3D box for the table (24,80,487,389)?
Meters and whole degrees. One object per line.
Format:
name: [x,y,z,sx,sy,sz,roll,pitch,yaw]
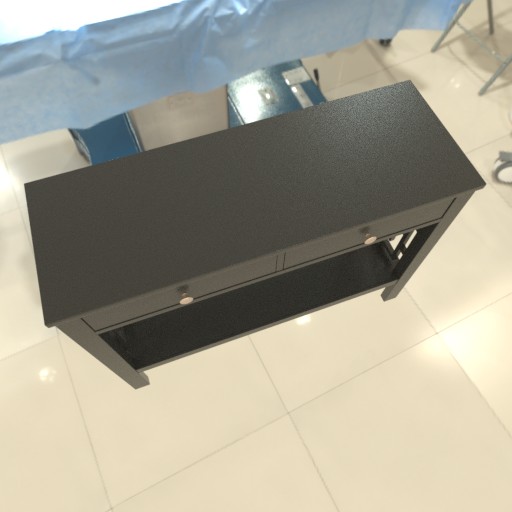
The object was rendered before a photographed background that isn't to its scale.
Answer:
table: [0.000,0.000,1.418,1.068,0.753,0.397,-18,64,-9]
